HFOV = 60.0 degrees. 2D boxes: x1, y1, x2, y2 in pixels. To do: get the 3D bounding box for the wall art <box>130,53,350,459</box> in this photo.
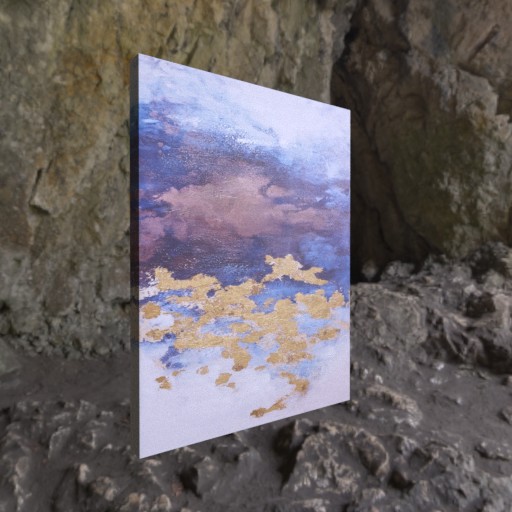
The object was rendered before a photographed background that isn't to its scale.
[{"bbox_3d":[0.000,0.000,0.774,0.437,0.581,0.036,0,1,-36],"label":"wall art"}]
